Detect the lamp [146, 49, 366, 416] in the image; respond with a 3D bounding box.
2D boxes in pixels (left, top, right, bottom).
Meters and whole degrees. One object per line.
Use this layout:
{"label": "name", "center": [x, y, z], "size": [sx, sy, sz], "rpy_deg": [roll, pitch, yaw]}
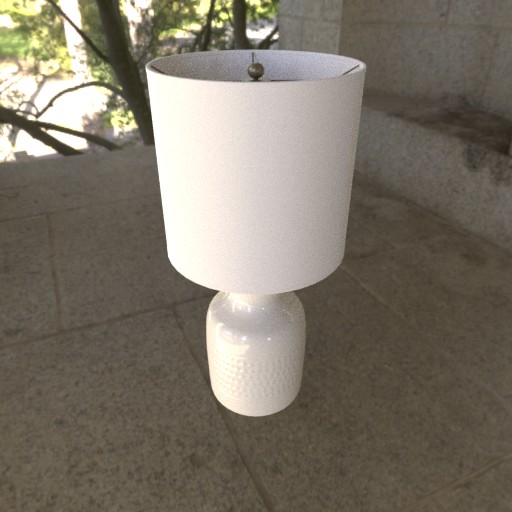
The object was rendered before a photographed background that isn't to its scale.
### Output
{"label": "lamp", "center": [0.000, 0.000, 0.486], "size": [0.188, 0.392, 0.188], "rpy_deg": [21, 37, 30]}
